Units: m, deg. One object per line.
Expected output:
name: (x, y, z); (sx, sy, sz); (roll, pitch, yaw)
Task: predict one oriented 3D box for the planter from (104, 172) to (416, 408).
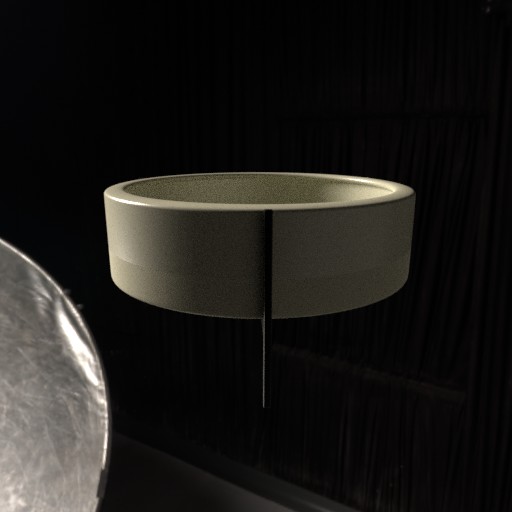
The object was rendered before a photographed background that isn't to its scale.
planter: (0.000, 0.000, 0.527); (0.345, 0.171, 0.336); (8, 17, 27)
